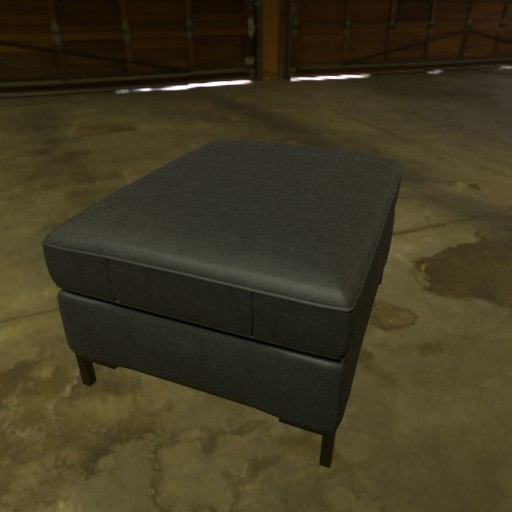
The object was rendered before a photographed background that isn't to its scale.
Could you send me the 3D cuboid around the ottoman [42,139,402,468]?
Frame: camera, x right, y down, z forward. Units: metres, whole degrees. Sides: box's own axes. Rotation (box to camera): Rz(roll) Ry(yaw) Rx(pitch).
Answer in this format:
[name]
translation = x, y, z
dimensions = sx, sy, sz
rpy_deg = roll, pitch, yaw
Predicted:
[ottoman]
translation = 0.000, 0.000, 1.786
dimensions = 0.967, 0.696, 1.187
rpy_deg = 11, 31, 19
